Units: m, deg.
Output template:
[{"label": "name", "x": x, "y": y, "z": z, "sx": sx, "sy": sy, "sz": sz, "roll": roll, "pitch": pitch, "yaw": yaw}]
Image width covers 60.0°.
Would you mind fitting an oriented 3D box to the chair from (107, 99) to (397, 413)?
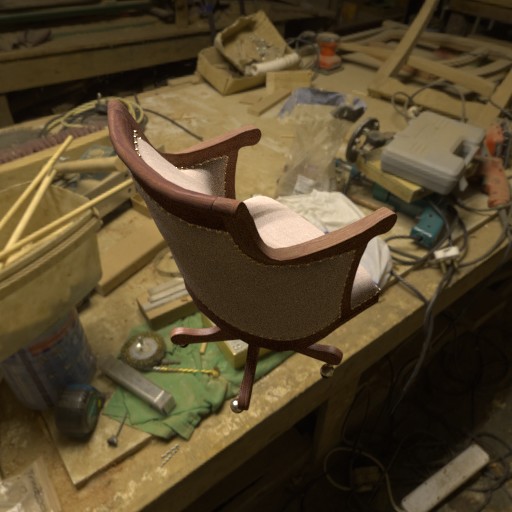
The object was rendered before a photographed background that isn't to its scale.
[{"label": "chair", "x": 0.000, "y": 0.000, "z": 1.439, "sx": 0.689, "sy": 0.965, "sz": 0.656, "roll": -26, "pitch": 48, "yaw": -26}]
